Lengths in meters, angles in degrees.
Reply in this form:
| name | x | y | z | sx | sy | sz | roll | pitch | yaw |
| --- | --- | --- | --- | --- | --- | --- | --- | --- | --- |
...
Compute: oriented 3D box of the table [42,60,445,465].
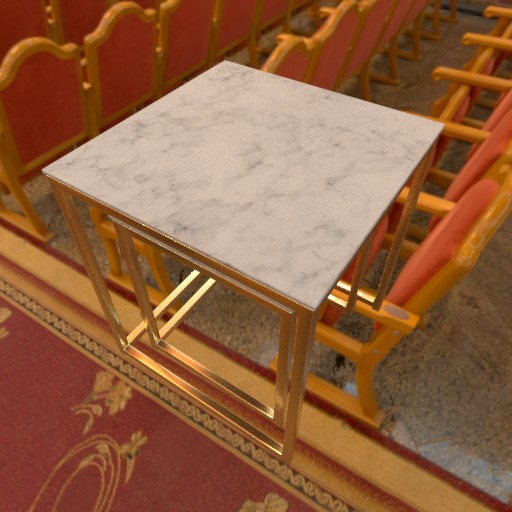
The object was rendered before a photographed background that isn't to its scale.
| name | x | y | z | sx | sy | sz | roll | pitch | yaw |
| --- | --- | --- | --- | --- | --- | --- | --- | --- | --- |
| table | 0.000 | 0.000 | 0.868 | 0.450 | 0.500 | 0.450 | 26 | 52 | 22 |
